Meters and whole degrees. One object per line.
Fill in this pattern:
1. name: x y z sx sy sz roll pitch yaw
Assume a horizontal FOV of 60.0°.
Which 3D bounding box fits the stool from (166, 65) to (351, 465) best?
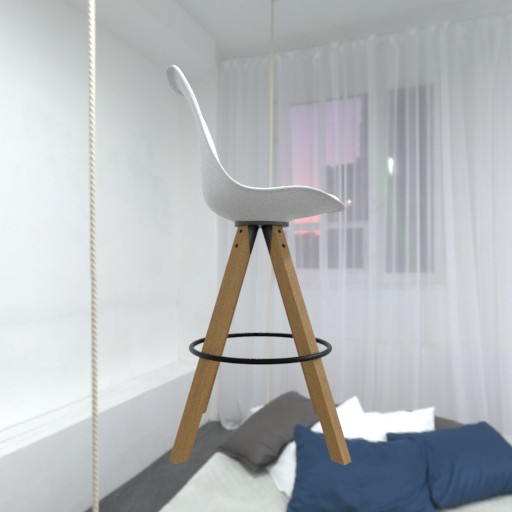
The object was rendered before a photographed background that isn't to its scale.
1. stool: 0.000 0.000 1.393 0.549 1.115 0.482 0 0 1
